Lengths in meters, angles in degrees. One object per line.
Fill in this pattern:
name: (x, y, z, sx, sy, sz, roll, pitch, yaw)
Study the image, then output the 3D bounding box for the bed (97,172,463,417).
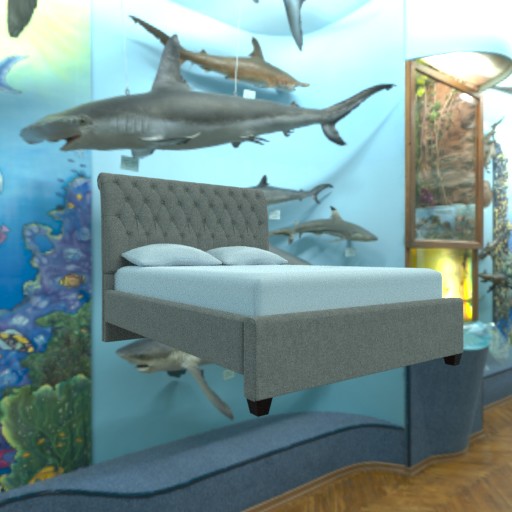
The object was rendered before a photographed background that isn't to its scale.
bed: (0.000, 0.000, 3.245, 1.645, 1.371, 2.252, 0, 0, -36)
